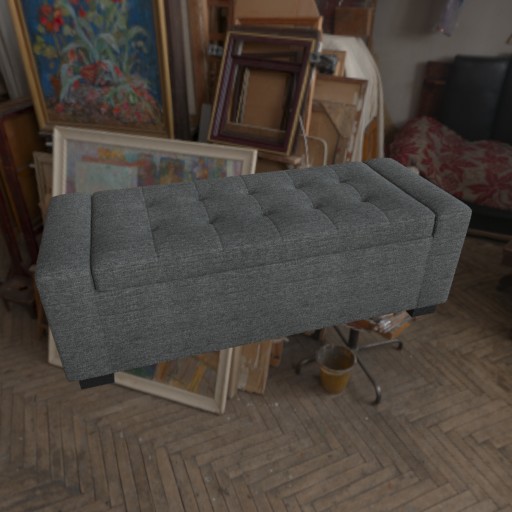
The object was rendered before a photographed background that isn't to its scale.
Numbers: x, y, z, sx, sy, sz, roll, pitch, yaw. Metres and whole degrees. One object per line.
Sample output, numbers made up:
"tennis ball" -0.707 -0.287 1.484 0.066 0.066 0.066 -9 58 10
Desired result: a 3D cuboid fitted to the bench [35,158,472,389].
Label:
"bench" 0.000 0.000 1.553 1.296 0.445 0.508 -9 33 -14
